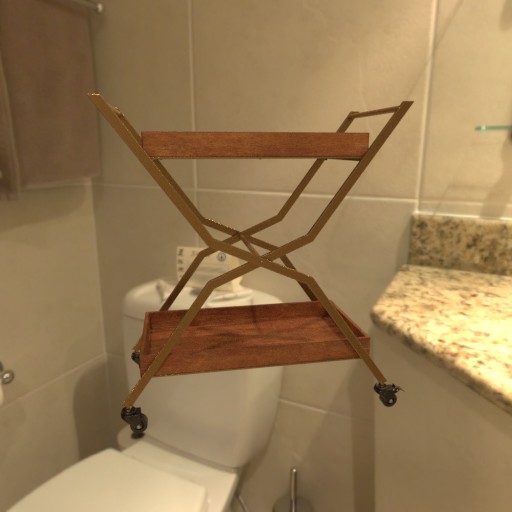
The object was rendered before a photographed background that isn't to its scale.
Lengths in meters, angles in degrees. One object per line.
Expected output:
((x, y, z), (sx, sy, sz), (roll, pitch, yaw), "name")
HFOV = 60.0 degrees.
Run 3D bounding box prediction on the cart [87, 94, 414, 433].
((0.000, 0.000, 1.341), (0.836, 0.869, 0.405), (-3, 14, -10), "cart")
